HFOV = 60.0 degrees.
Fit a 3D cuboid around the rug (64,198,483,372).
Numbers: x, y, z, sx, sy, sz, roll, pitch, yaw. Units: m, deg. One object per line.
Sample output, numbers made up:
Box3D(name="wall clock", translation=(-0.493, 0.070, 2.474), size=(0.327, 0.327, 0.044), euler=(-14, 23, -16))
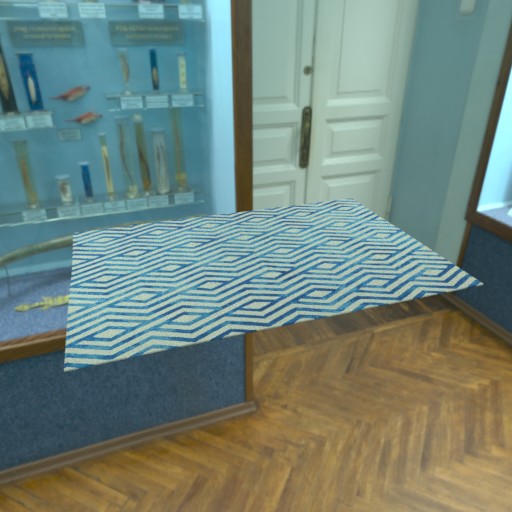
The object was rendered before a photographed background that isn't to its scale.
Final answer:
Box3D(name="rug", translation=(0.000, 0.000, 2.322), size=(1.830, 0.008, 1.225), euler=(-9, 29, -17))
